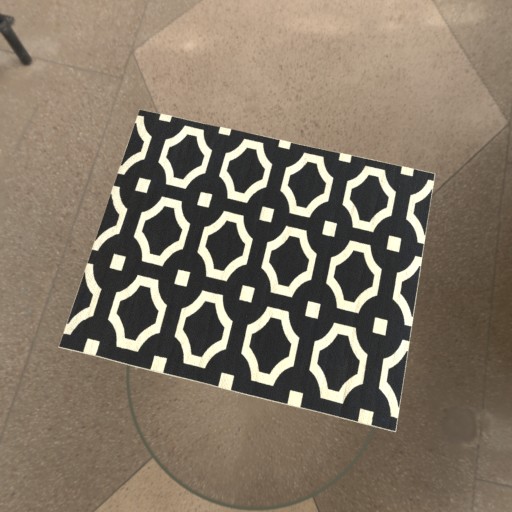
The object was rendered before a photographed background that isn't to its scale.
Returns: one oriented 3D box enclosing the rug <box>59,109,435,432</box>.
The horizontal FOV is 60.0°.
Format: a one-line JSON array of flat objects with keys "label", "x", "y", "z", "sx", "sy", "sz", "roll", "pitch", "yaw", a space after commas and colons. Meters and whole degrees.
[{"label": "rug", "x": 0.000, "y": 0.000, "z": 4.166, "sx": 3.049, "sy": 0.021, "sz": 2.466, "roll": 13, "pitch": 76, "yaw": 3}]
